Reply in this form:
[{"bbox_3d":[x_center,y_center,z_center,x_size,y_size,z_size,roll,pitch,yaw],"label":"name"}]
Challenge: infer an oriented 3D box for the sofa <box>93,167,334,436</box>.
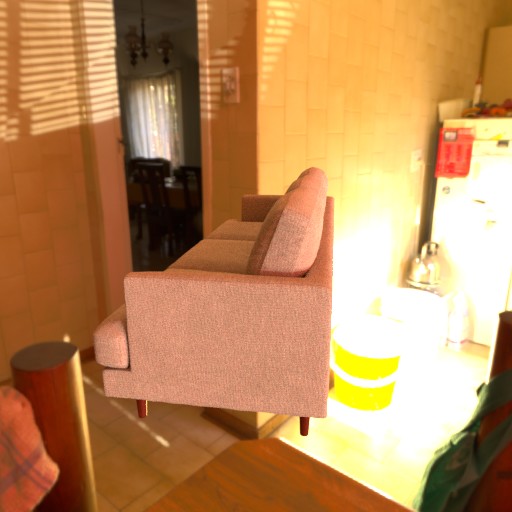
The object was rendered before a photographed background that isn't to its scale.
[{"bbox_3d":[0.000,0.000,2.643,0.903,0.930,2.246,3,16,9],"label":"sofa"}]
